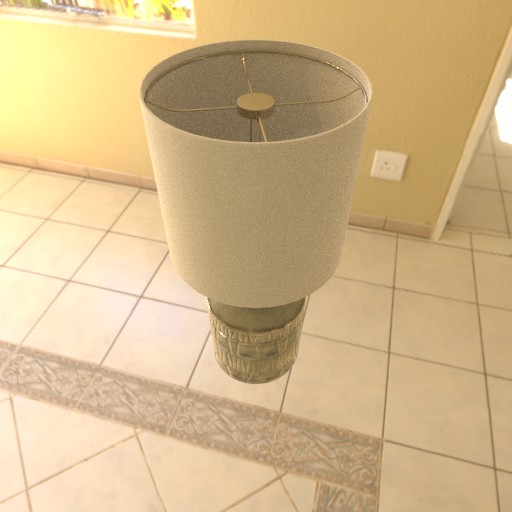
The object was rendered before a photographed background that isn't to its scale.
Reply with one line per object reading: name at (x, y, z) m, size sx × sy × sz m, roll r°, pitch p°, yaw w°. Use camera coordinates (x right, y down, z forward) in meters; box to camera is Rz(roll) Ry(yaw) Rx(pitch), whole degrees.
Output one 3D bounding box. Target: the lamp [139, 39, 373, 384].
lamp at (0.000, 0.000, 0.568) m, size 0.211 × 0.455 × 0.211 m, roll 4°, pitch 46°, yaw 4°
